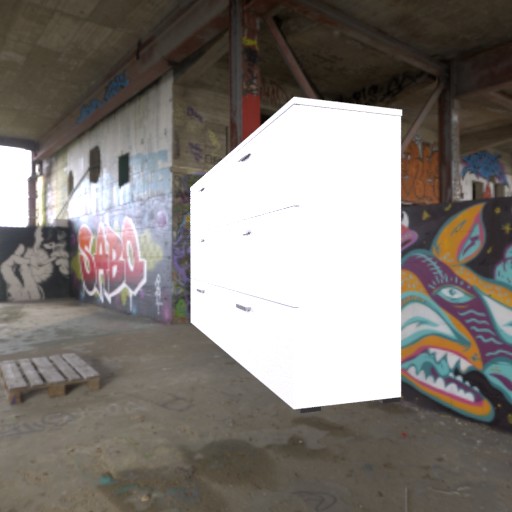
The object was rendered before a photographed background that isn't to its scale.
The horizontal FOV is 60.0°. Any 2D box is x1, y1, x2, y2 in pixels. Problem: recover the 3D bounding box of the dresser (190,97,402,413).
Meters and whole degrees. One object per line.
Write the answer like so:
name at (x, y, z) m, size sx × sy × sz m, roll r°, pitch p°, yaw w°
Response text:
dresser at (0.000, 0.000, 1.878) m, size 0.333 × 0.790 × 1.535 m, roll 0°, pitch 0°, yaw -18°
